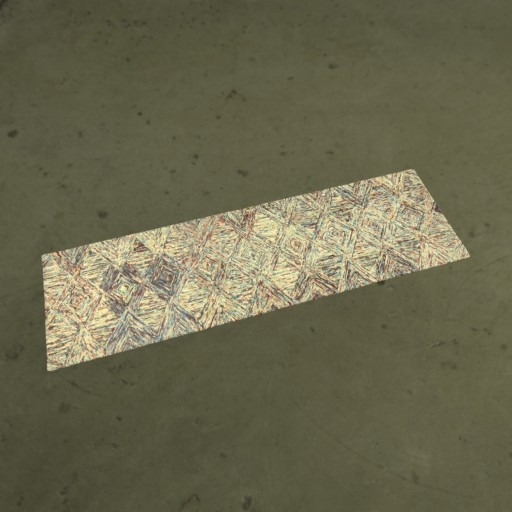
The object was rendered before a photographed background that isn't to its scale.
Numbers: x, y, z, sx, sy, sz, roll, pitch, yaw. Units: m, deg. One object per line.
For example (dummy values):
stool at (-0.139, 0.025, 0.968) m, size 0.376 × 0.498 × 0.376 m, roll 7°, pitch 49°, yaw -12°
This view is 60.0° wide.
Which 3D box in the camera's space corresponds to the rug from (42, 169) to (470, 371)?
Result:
rug at (0.000, 0.000, 2.470) m, size 2.292 × 0.015 × 0.688 m, roll -14°, pitch 59°, yaw -9°
